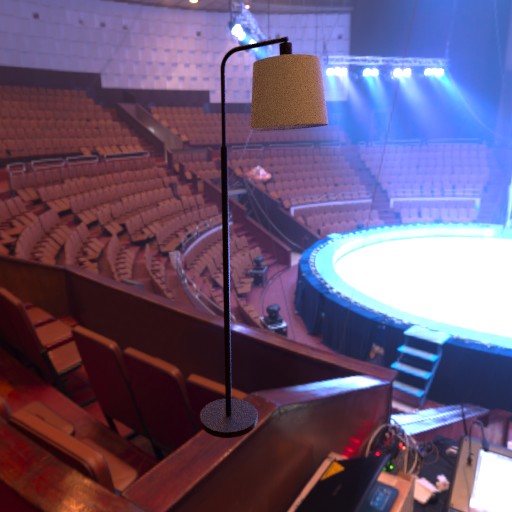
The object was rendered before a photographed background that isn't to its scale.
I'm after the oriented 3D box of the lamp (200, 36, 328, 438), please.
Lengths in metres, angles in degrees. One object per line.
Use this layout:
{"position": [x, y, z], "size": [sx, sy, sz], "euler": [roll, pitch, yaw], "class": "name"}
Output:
{"position": [0.000, 0.000, 1.653], "size": [0.508, 1.478, 0.254], "euler": [7, 16, 26], "class": "lamp"}
